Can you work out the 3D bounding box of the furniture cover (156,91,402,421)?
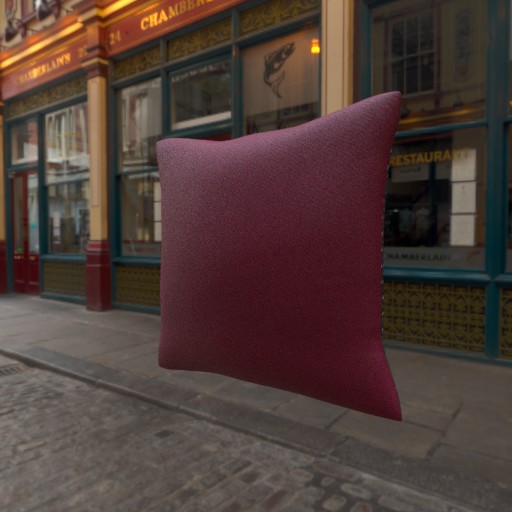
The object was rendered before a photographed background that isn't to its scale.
[{"bbox_3d":[0.000,0.000,0.836,0.552,0.509,0.193,1,1,36],"label":"furniture cover"}]
